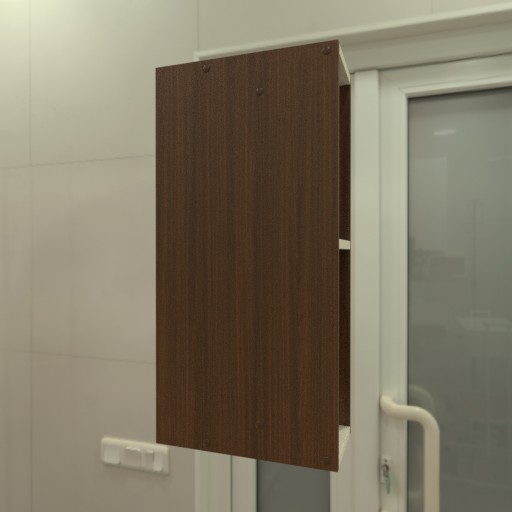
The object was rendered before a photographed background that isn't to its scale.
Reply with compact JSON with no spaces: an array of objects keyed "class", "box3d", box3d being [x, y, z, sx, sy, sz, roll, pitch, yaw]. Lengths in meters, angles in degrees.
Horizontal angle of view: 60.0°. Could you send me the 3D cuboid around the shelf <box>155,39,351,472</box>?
[{"class":"shelf","box3d":[0.000,0.000,0.729,0.290,0.600,0.147,0,0,19]}]
